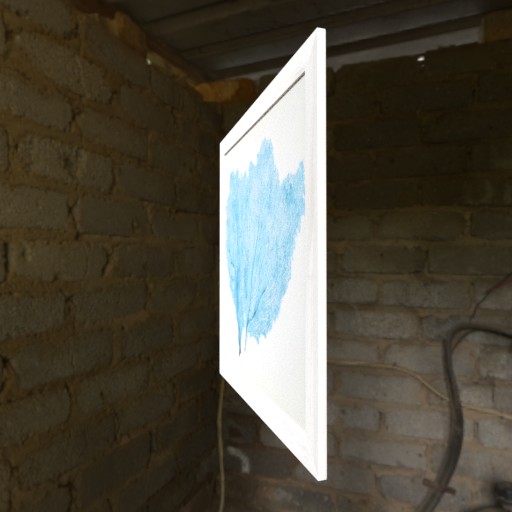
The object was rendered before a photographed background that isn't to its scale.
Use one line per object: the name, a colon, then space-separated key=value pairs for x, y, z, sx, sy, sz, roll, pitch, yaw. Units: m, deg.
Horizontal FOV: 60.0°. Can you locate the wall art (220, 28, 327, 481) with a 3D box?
wall art: x=0.000 y=0.000 z=0.850 sx=0.013 sy=0.584 sz=0.584 roll=0 pitch=-1 yaw=-17
